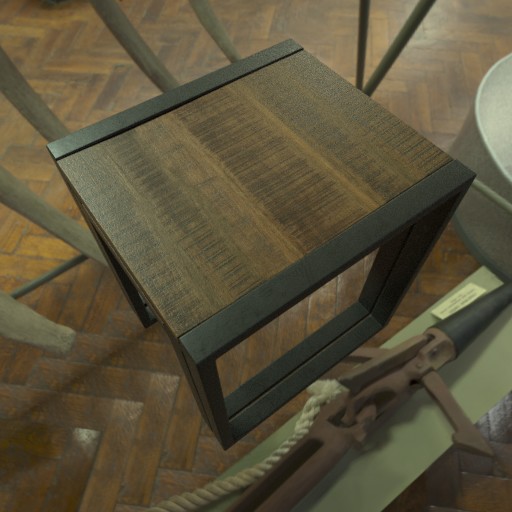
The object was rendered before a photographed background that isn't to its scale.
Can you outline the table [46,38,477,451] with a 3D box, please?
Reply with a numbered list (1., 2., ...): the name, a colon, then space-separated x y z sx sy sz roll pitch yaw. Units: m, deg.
1. table: 0.000 0.000 0.913 0.500 0.550 0.449 -32 62 -19
